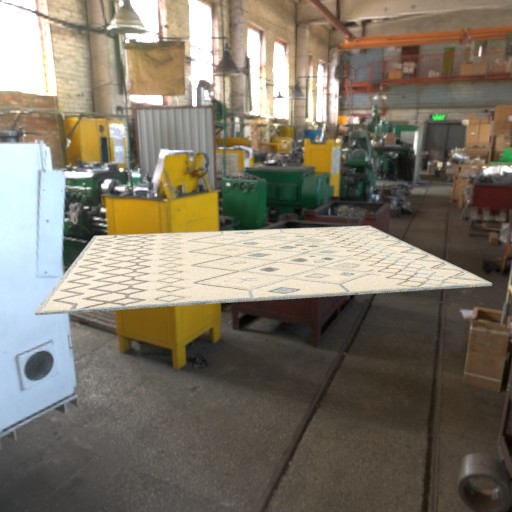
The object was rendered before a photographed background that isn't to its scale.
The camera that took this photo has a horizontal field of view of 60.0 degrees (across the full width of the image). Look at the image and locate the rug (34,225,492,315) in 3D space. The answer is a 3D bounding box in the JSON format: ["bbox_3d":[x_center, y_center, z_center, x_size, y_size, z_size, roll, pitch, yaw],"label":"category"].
[{"bbox_3d":[0.000,0.000,2.316,1.820,0.009,1.260,-3,16,-10],"label":"rug"}]
